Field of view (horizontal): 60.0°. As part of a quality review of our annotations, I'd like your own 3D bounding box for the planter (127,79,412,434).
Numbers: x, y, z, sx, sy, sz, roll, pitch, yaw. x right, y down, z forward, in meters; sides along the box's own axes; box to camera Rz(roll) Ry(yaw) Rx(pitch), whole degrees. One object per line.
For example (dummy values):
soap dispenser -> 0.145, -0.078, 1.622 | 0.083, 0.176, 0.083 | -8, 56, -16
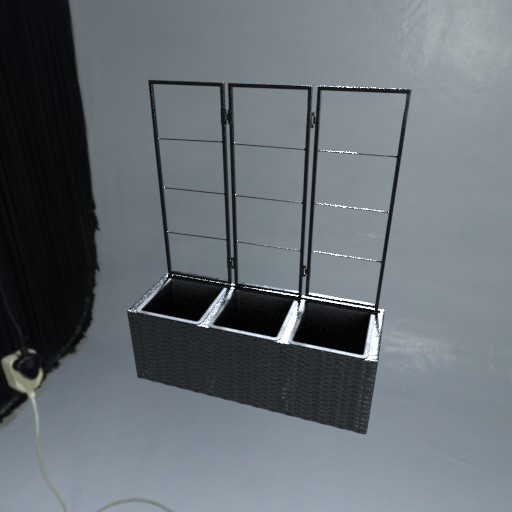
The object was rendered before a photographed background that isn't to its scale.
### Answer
planter -> 0.000, 0.000, 1.184 | 0.698, 0.841, 0.244 | 9, 28, 16
